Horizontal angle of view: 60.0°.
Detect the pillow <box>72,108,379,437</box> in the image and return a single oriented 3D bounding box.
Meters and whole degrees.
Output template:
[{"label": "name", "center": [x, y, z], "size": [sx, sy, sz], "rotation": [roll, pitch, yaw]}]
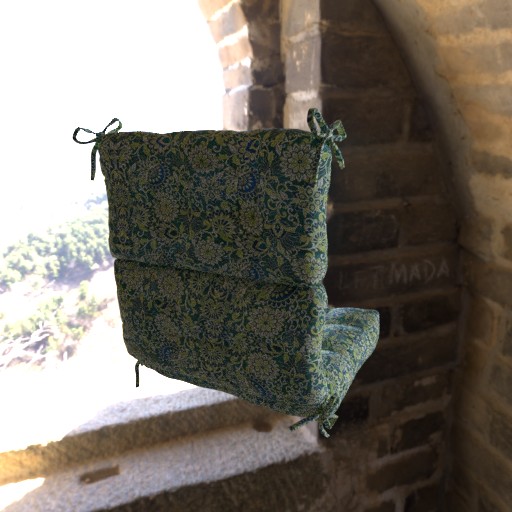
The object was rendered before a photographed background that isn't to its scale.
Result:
[{"label": "pillow", "center": [0.000, 0.000, 1.023], "size": [0.519, 0.605, 0.571], "rotation": [7, 16, 27]}]
